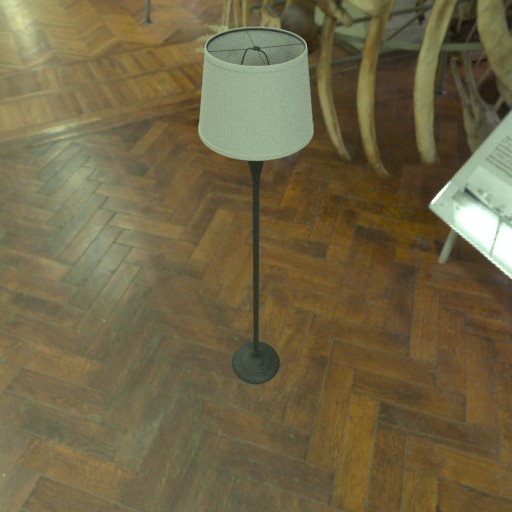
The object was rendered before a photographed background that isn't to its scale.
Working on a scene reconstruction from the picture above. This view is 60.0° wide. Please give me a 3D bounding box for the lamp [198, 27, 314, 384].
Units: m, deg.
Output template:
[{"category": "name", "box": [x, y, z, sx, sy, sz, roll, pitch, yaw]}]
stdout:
[{"category": "lamp", "box": [0.000, 0.000, 1.641, 0.327, 1.506, 0.327, 25, 51, 22]}]
